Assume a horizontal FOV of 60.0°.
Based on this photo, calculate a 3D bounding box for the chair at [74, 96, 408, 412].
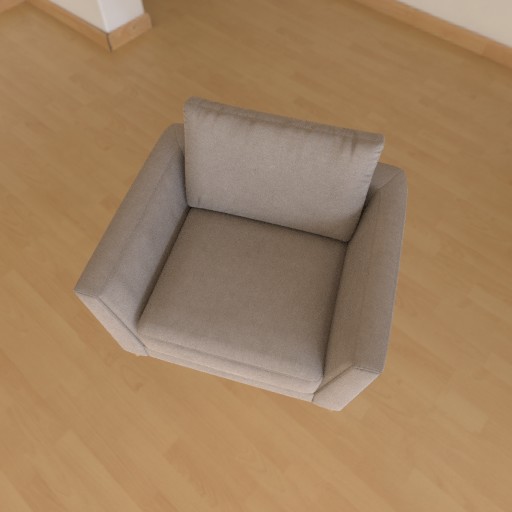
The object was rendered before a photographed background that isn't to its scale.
[{"bbox_3d":[0.000,0.000,1.765,1.041,0.864,0.889,14,59,8],"label":"chair"}]
